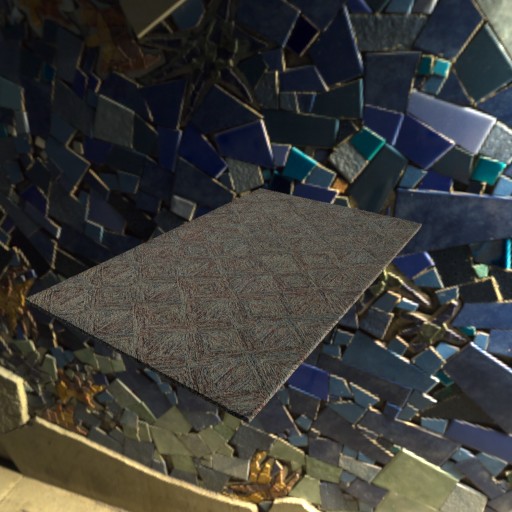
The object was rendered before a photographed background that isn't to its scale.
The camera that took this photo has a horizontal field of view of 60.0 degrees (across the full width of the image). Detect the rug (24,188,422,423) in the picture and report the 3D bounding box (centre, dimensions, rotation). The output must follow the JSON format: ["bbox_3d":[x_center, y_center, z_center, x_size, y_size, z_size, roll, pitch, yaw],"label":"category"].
[{"bbox_3d":[0.000,0.000,2.199,1.143,0.014,1.761,17,32,30],"label":"rug"}]
